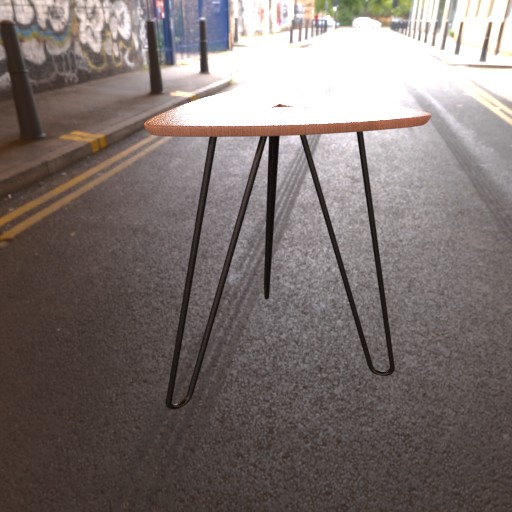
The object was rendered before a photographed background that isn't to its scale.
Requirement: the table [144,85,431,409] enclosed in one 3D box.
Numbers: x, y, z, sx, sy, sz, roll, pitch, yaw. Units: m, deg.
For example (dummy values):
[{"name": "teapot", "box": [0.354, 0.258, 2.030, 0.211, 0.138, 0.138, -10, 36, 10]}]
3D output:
[{"name": "table", "box": [0.000, 0.000, 0.879, 0.455, 0.564, 0.442, -21, 35, -33]}]
